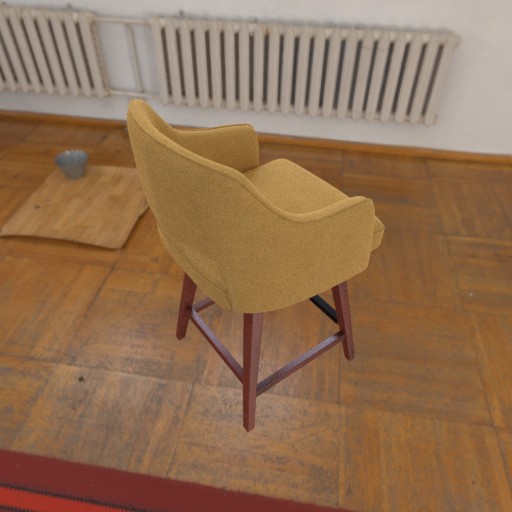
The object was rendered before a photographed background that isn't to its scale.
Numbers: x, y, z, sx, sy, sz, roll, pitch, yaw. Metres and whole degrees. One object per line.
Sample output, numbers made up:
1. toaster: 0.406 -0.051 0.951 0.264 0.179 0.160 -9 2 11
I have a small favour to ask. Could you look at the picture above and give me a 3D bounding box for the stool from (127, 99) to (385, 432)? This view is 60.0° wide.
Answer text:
1. stool: 0.000 0.000 1.295 0.558 0.924 0.548 -26 48 -26
